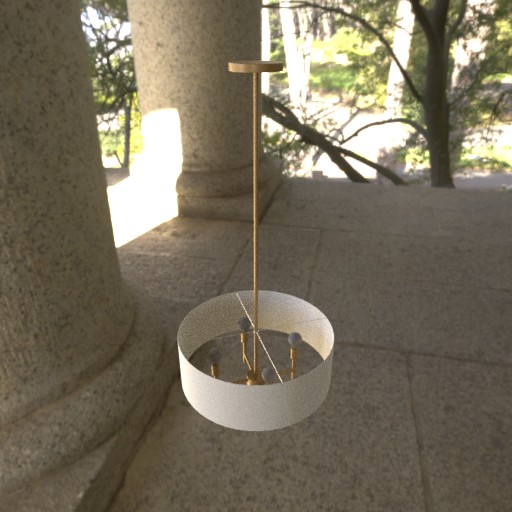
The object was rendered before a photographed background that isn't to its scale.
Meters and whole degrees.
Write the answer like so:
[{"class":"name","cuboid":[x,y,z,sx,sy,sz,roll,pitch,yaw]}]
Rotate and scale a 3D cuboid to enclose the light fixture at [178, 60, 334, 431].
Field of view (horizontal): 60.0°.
[{"class":"light fixture","cuboid":[0.000,0.000,1.329,0.508,1.067,0.508,0,27,0]}]
